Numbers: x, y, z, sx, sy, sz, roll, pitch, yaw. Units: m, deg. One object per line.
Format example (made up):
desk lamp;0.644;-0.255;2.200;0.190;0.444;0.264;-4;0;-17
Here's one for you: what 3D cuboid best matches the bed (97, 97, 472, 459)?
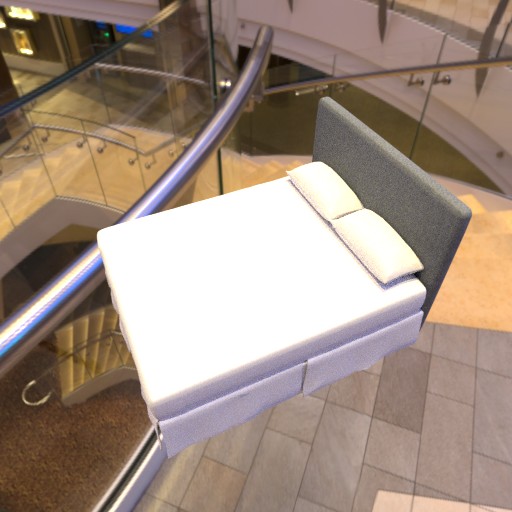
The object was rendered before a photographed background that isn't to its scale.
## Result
bed;0.000;0.000;3.256;2.142;1.330;1.723;-18;48;-17
